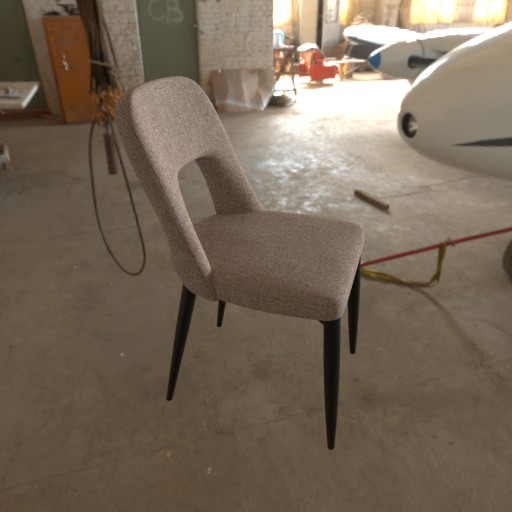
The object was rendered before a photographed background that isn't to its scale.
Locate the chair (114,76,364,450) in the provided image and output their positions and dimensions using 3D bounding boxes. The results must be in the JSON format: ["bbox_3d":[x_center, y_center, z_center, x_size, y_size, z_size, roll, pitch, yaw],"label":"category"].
[{"bbox_3d":[0.000,0.000,1.283,0.612,0.931,0.470,10,31,17],"label":"chair"}]
